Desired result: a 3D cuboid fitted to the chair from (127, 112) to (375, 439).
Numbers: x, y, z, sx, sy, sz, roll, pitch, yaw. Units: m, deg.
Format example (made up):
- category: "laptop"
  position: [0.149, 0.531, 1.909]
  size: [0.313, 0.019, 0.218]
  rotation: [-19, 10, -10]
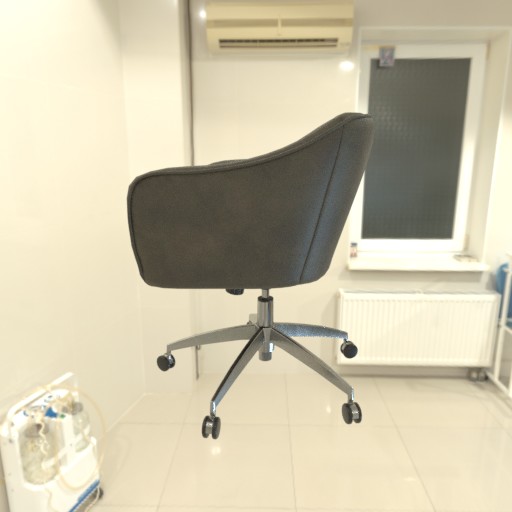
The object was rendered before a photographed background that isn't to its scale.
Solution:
- category: "chair"
  position: [0.000, 0.000, 1.376]
  size: [0.689, 0.827, 0.713]
  rotation: [2, 14, 8]
